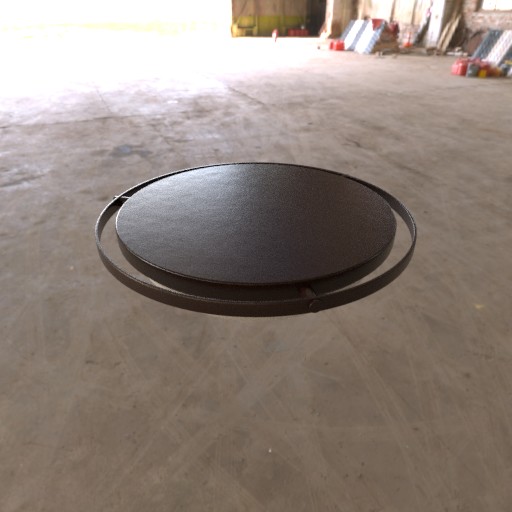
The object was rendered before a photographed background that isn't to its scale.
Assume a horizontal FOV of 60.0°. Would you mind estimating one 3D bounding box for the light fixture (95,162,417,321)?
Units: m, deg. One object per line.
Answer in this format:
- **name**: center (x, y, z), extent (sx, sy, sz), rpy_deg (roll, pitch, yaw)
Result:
- **light fixture**: center (0.000, 0.000, 0.550), extent (0.361, 0.130, 0.361), rpy_deg (0, 30, 0)
